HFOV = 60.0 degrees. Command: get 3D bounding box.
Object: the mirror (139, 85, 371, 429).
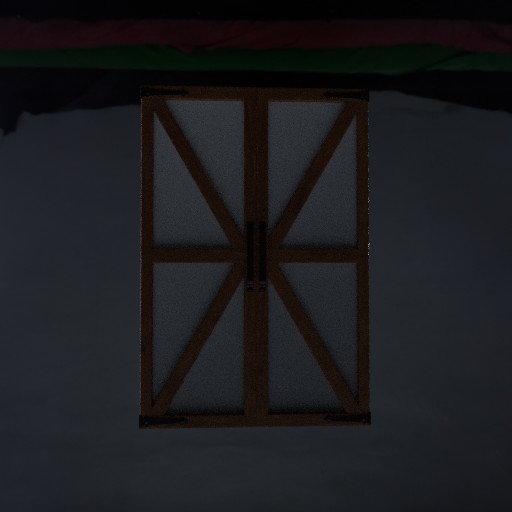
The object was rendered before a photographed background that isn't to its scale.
[{"bbox_3d":[0.000,0.000,0.999,0.517,0.761,0.053,0,-1,-2],"label":"mirror"}]
